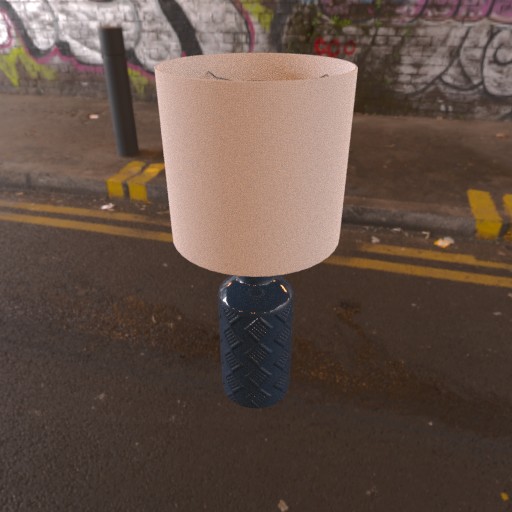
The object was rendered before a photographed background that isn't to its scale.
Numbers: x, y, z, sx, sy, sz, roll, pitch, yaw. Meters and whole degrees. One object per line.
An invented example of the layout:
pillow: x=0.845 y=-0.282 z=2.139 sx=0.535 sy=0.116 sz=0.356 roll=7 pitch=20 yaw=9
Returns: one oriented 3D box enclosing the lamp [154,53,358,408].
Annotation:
lamp: x=0.000 y=0.000 z=0.576 sx=0.207 sy=0.461 sz=0.207 roll=-20 pitch=36 yaw=-29
